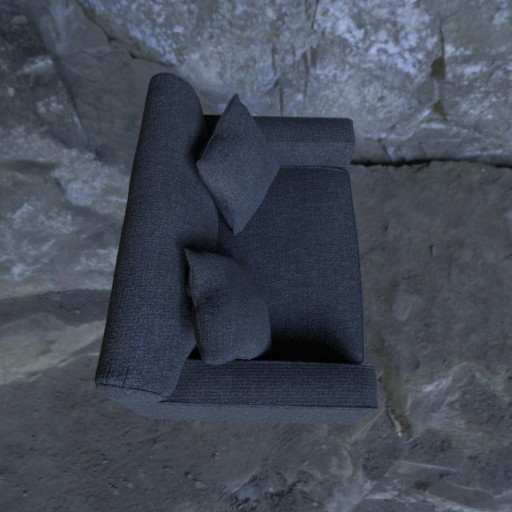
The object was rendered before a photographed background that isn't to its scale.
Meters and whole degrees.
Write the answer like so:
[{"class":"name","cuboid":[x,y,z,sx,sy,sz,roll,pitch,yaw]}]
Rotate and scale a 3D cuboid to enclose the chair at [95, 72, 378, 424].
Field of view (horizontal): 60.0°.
[{"class":"chair","cuboid":[0.000,0.000,2.039,1.000,0.948,1.383,1,64,1]}]
